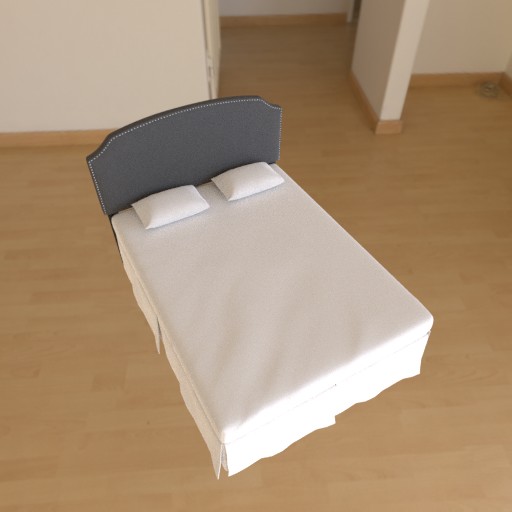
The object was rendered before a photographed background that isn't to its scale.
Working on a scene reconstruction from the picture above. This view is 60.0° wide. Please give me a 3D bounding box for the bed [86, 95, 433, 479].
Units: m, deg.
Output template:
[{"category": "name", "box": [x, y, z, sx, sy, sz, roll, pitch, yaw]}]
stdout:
[{"category": "bed", "box": [0.000, 0.000, 2.952, 1.558, 1.270, 1.999, -22, 50, -20]}]
